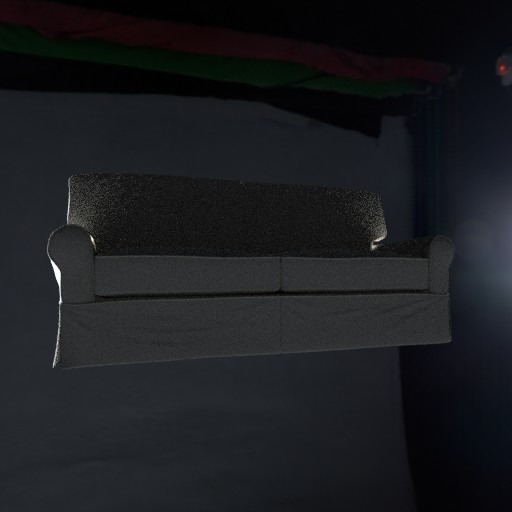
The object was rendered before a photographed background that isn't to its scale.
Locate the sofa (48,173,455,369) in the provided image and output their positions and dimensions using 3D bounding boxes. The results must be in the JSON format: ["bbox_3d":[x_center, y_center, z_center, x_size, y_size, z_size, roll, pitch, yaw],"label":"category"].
[{"bbox_3d":[0.000,0.000,2.454,2.021,0.937,0.862,1,-2,-19],"label":"sofa"}]
